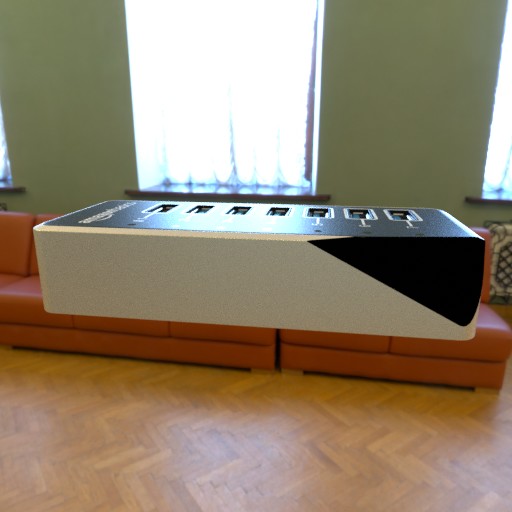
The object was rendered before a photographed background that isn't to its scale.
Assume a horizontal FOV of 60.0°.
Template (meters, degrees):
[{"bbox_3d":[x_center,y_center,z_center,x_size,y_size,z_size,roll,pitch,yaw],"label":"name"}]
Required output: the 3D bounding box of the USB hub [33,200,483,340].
[{"bbox_3d":[0.000,0.000,0.126,0.110,0.023,0.044,2,16,8],"label":"USB hub"}]
